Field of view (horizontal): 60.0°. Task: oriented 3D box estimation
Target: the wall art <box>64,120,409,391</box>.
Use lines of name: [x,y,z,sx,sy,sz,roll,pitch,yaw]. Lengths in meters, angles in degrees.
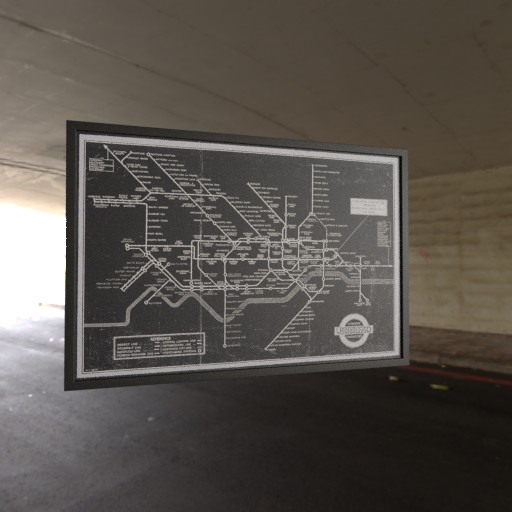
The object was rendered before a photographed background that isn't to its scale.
wall art: [0.000,0.000,1.497,1.192,0.811,0.013,0,-1,-17]
